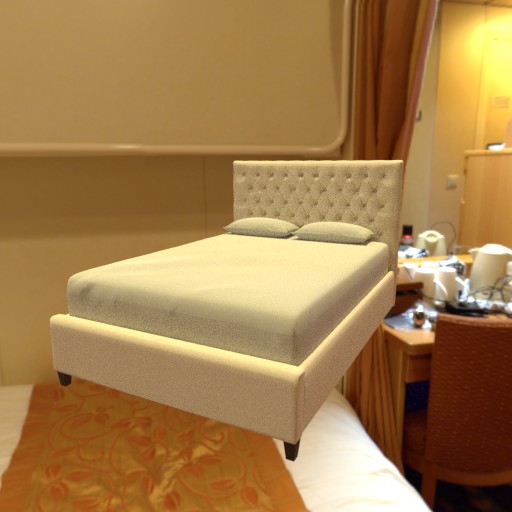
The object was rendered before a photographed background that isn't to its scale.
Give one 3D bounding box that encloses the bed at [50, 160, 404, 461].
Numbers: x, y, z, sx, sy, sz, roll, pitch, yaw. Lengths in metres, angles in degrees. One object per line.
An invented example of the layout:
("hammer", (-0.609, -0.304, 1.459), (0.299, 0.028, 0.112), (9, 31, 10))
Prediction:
("bed", (0.000, 0.000, 3.348), (1.698, 1.427, 2.387), (6, 13, 27))
